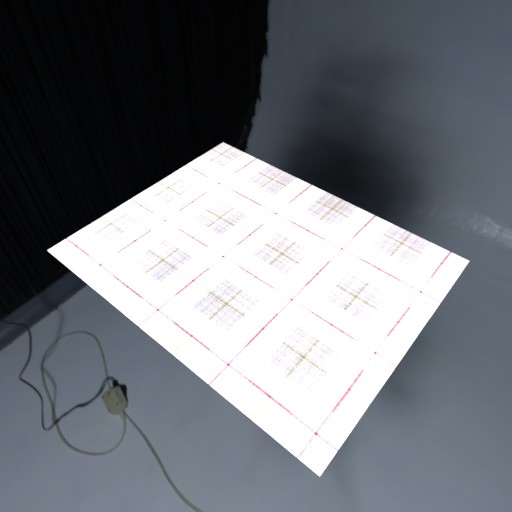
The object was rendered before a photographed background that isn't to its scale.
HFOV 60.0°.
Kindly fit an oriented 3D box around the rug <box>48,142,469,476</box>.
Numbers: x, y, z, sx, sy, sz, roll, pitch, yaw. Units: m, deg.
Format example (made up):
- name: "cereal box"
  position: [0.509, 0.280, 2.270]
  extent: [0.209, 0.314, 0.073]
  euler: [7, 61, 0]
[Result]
- name: "rug"
  position: [0.000, 0.000, 3.948]
  extent: [2.959, 0.016, 2.317]
  euler: [31, 54, 26]
